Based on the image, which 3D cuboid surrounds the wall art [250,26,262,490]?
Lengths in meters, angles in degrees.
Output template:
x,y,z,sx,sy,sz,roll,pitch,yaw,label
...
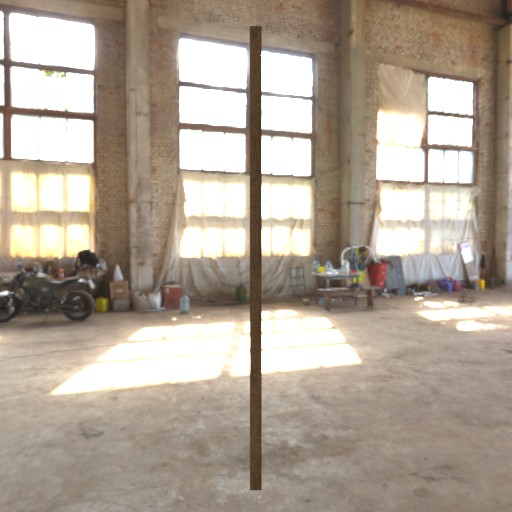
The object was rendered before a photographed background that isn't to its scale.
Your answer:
x,y,z,sx,sy,sz,roll,pitch,yaw,label
0.000,0.000,0.921,0.018,0.686,0.534,0,2,0,wall art
